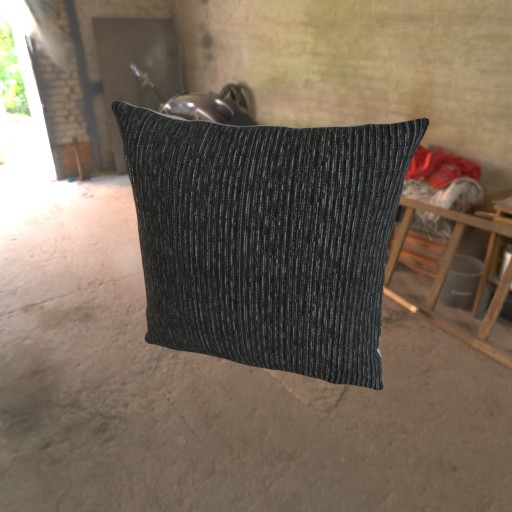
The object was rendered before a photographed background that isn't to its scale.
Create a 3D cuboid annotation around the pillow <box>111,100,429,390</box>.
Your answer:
[{"bbox_3d":[0.000,0.000,0.676,0.433,0.434,0.196,8,29,15],"label":"pillow"}]
